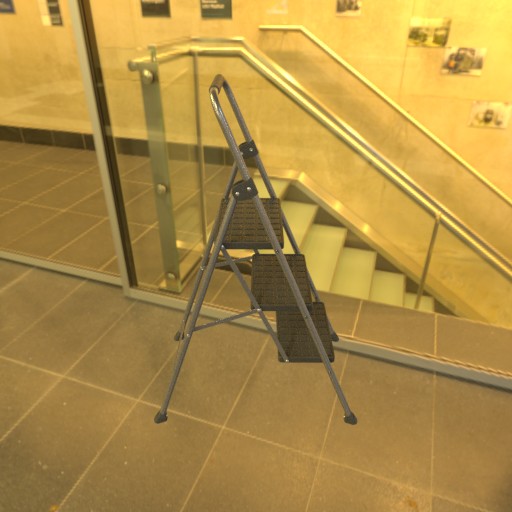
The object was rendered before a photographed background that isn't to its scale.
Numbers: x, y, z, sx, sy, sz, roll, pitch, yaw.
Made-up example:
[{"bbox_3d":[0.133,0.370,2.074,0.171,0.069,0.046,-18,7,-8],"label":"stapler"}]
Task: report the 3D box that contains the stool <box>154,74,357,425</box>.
[{"bbox_3d":[0.000,0.000,1.492,0.733,1.121,0.473,0,31,0],"label":"stool"}]
